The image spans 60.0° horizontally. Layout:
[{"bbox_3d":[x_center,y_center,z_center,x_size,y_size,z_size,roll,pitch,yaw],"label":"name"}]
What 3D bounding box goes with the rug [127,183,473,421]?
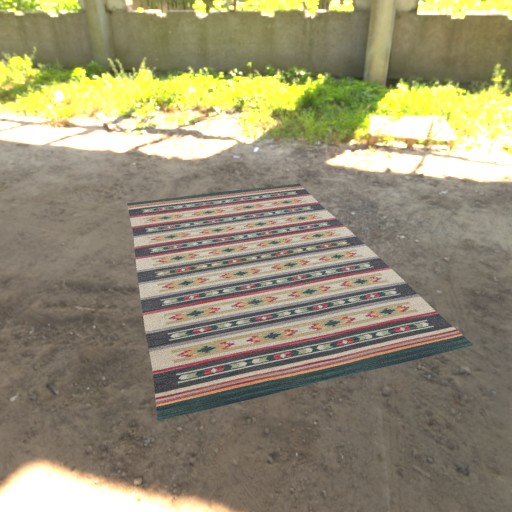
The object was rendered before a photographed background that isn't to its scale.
[{"bbox_3d":[0.000,0.000,2.328,1.221,0.009,1.825,-9,31,-15],"label":"rug"}]
